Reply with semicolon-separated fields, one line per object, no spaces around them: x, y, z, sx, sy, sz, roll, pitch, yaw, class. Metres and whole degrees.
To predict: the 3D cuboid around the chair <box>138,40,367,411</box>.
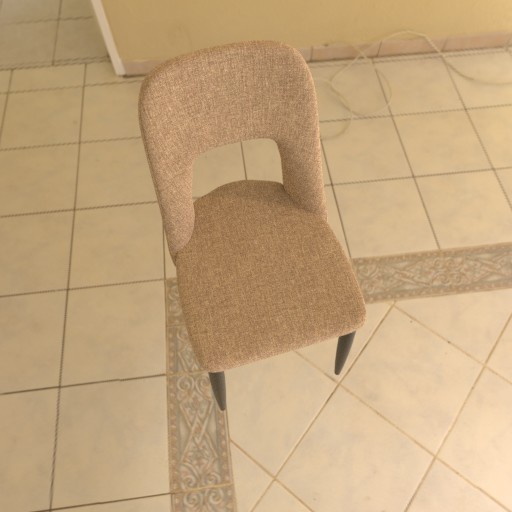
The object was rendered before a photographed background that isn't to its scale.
0.000;0.000;1.252;0.470;0.931;0.612;-15;64;-8;chair
